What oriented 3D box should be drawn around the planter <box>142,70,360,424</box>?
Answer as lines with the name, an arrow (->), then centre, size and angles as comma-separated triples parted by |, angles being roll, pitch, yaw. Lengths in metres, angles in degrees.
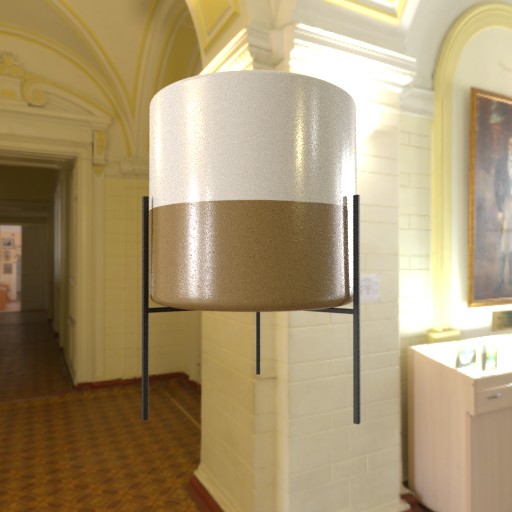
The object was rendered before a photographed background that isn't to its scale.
planter -> 0.000, 0.000, 0.660 | 0.310, 0.432, 0.310 | 0, -1, 18
